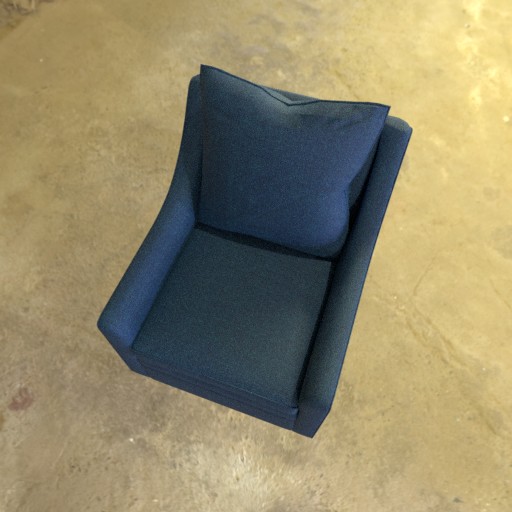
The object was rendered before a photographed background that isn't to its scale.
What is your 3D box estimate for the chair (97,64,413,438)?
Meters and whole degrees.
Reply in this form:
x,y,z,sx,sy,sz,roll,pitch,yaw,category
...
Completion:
x,y,z,sx,sy,sz,roll,pitch,yaw,category
0.000,0.000,1.541,0.750,0.939,0.870,17,60,10,chair
